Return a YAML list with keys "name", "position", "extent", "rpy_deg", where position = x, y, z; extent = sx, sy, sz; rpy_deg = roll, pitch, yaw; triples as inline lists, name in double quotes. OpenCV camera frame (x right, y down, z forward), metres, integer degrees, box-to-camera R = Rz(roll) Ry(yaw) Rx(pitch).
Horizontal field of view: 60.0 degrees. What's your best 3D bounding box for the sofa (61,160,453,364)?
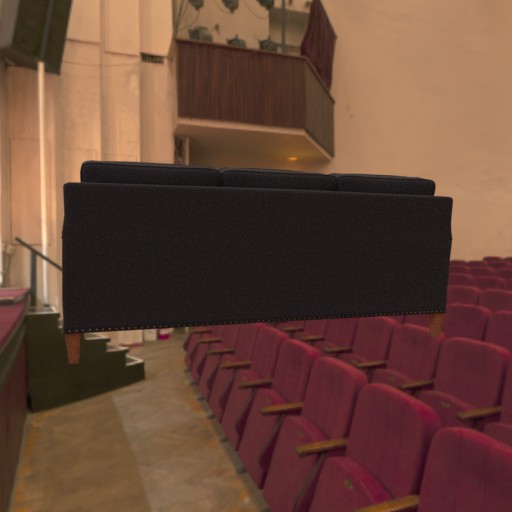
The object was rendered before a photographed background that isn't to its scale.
- name: "sofa"
  position: [0.000, 0.000, 2.847]
  extent: [2.246, 1.003, 1.084]
  rpy_deg: [0, 2, -17]
